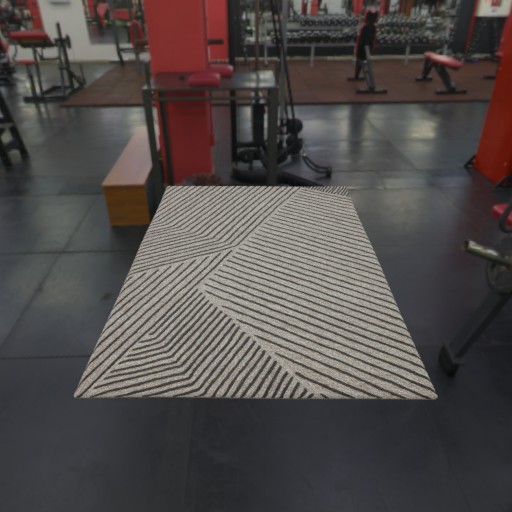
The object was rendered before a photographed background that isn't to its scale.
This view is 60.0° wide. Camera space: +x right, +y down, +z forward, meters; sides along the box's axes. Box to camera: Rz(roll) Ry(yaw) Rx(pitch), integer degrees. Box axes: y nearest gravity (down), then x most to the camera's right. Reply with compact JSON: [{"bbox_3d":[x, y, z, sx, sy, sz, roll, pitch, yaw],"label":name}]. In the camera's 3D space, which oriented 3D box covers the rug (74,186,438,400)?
[{"bbox_3d":[0.000,0.000,2.281,1.237,0.019,1.842,0,31,0],"label":"rug"}]
